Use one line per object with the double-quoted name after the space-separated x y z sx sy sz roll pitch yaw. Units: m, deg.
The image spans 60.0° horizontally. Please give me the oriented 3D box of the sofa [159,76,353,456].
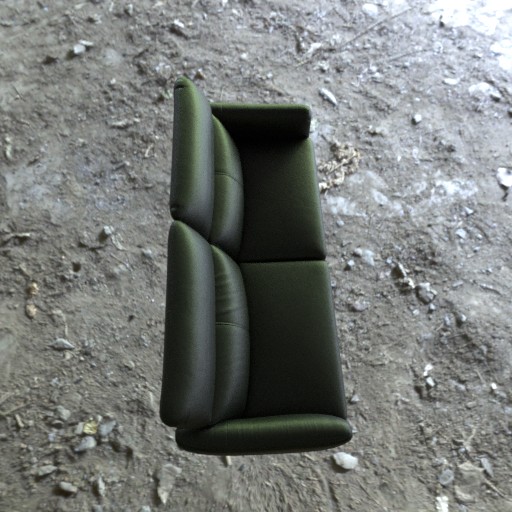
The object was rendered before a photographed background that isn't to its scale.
0.000 0.000 2.528 0.856 0.957 2.069 -2 65 -1 "sofa"
